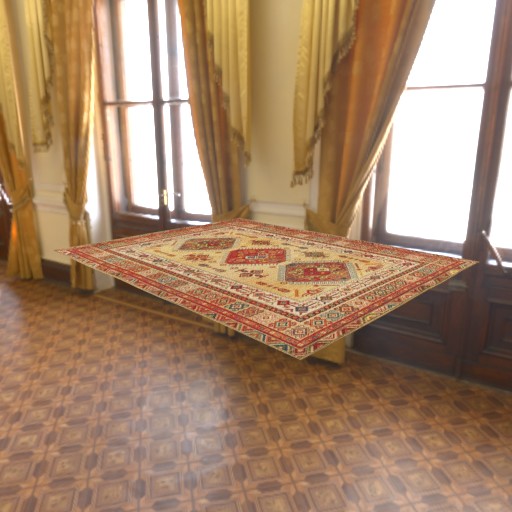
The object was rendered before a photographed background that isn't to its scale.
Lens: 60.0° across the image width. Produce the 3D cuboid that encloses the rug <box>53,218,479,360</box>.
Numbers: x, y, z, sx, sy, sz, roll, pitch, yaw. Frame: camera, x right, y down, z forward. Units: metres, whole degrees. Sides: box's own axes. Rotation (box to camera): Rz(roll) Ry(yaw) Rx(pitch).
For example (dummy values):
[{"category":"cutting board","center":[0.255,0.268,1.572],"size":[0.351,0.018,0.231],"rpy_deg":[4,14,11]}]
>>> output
[{"category":"rug","center":[0.000,0.000,4.050],"size":[3.067,0.005,2.460],"rpy_deg":[14,21,43]}]
